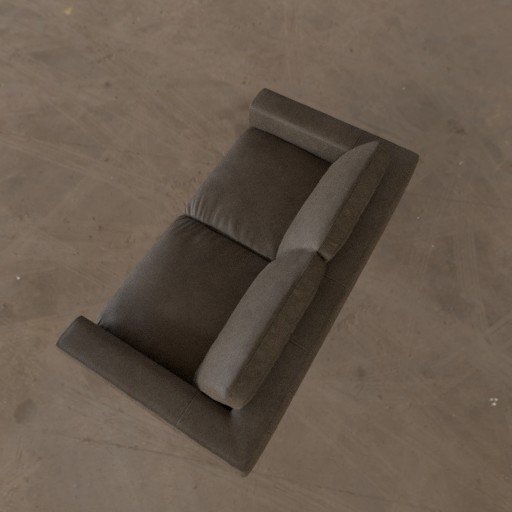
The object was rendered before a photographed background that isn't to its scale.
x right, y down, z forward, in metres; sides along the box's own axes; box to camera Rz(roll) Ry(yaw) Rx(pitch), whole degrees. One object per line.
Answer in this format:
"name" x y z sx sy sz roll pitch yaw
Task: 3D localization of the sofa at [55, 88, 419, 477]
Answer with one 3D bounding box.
"sofa" 0.000 0.000 2.419 1.070 0.800 1.920 28 67 13
